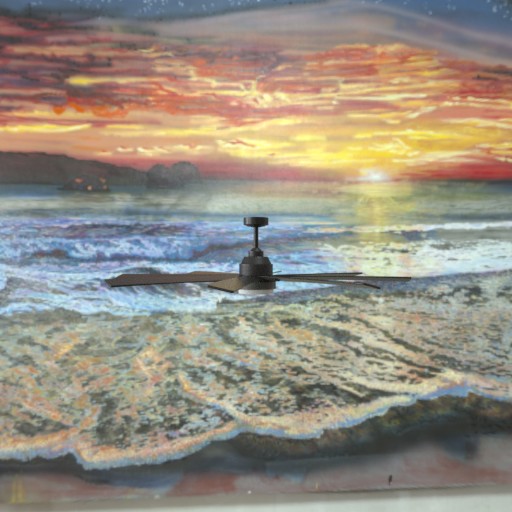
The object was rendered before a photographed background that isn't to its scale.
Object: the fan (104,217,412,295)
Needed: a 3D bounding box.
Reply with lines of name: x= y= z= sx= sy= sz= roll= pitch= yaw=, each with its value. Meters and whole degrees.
fan: x=0.000 y=0.000 z=2.746 sx=1.830 sy=0.472 sz=1.830 roll=0 pitch=0 yaw=-35
